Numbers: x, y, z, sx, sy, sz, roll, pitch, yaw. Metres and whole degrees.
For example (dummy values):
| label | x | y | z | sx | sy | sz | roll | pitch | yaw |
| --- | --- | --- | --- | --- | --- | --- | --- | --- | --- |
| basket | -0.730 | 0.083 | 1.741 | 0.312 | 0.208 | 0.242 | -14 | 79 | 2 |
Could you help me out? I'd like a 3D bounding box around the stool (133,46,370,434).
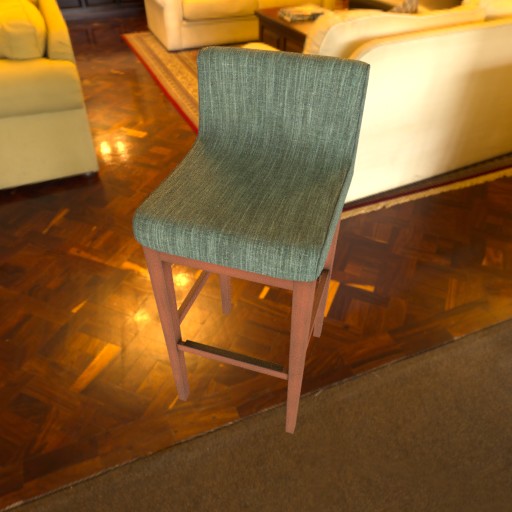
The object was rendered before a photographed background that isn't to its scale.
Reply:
| label | x | y | z | sx | sy | sz | roll | pitch | yaw |
| --- | --- | --- | --- | --- | --- | --- | --- | --- | --- |
| stool | 0.000 | 0.000 | 1.236 | 0.426 | 0.965 | 0.499 | 12 | 42 | 14 |
